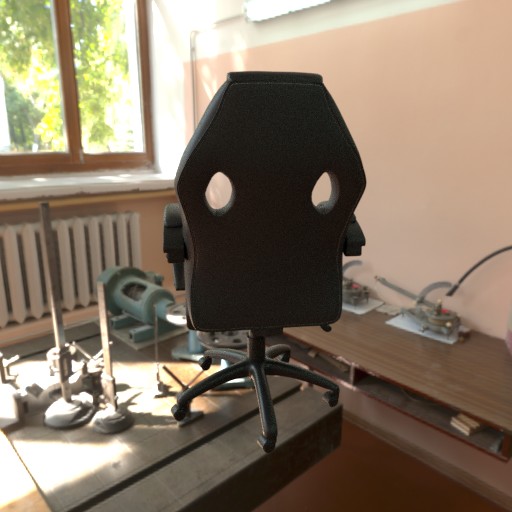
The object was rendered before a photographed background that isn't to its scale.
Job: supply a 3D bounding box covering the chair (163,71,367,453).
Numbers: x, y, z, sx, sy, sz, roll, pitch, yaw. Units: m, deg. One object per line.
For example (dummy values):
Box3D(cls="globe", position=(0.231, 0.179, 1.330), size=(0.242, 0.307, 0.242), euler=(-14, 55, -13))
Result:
Box3D(cls="chair", position=(0.000, 0.000, 1.646), size=(0.673, 1.187, 0.724), euler=(-2, 15, -8))
